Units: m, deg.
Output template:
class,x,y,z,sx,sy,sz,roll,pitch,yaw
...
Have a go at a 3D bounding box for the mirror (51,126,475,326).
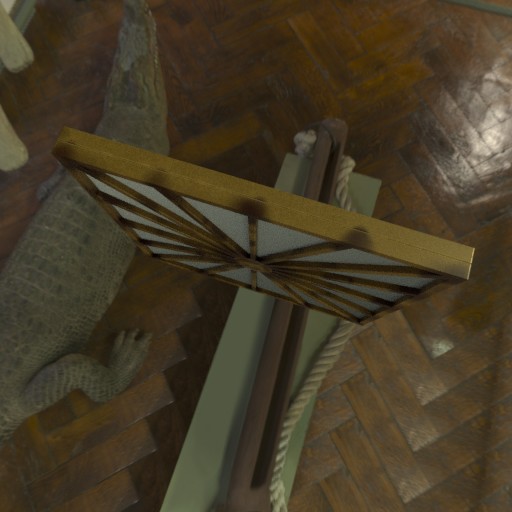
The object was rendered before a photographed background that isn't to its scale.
class,x,y,z,sx,sy,sz,roll,pitch,yaw
mirror,0.000,0.000,0.762,0.509,0.507,0.042,17,76,4
